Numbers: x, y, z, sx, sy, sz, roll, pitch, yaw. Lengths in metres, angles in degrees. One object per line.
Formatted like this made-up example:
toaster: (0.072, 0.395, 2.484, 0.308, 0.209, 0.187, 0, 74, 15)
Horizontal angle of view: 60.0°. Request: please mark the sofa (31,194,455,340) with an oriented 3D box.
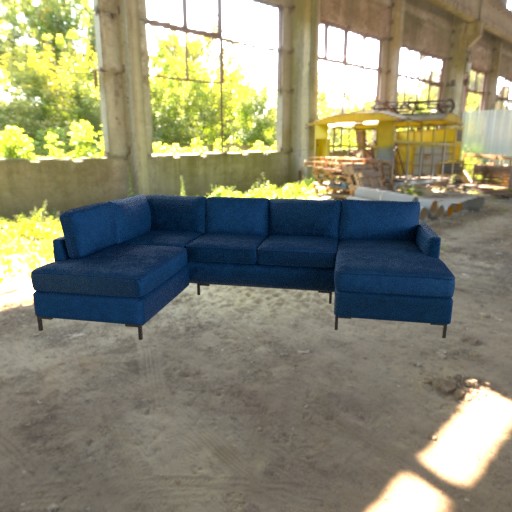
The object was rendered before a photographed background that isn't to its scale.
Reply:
sofa: (0.000, 0.000, 4.293, 3.434, 0.992, 2.055, 3, 14, 11)
